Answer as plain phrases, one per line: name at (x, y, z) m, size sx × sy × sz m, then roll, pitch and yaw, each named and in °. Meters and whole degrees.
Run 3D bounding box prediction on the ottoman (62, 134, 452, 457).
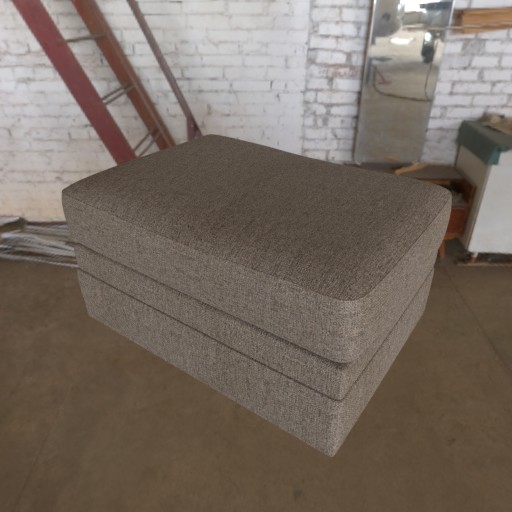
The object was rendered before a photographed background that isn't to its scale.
ottoman at (0.000, 0.000, 1.258) m, size 0.885 × 0.478 × 0.637 m, roll 20°, pitch 37°, yaw 30°
